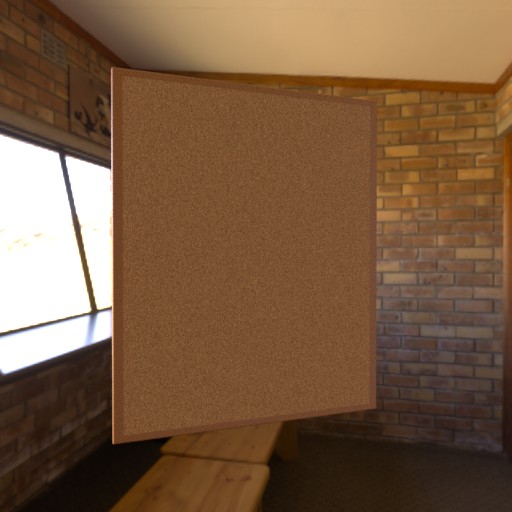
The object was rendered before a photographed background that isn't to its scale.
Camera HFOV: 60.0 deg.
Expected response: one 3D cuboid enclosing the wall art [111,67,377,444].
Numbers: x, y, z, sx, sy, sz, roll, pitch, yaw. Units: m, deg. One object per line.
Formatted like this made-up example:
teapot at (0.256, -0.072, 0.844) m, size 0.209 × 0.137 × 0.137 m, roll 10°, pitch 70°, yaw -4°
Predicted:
wall art at (0.000, 0.000, 0.501) m, size 0.310 × 0.379 × 0.015 m, roll 0°, pitch 1°, yaw -19°
